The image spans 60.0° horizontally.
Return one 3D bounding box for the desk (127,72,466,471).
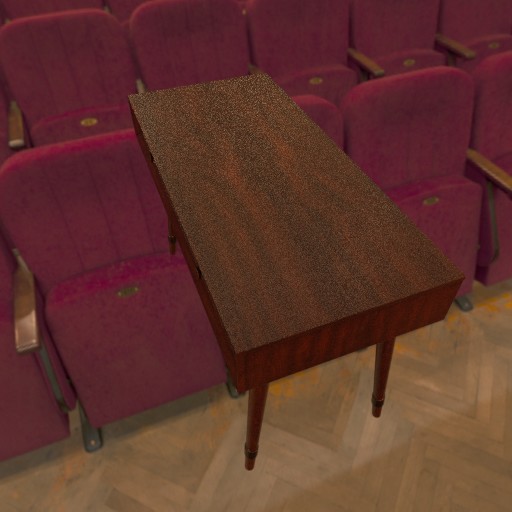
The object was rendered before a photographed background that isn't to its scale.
[{"bbox_3d":[0.000,0.000,2.115,0.734,1.031,1.577,-16,47,-15],"label":"desk"}]
